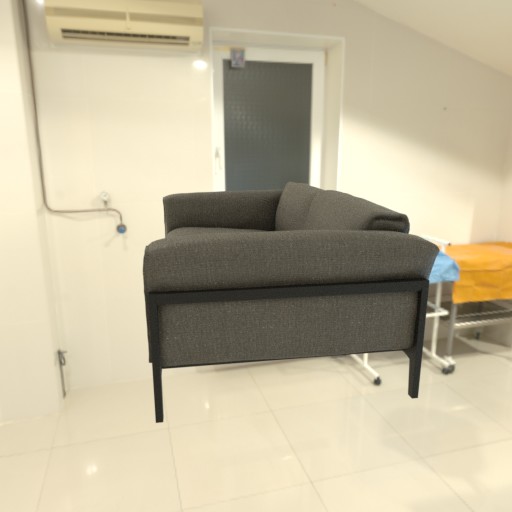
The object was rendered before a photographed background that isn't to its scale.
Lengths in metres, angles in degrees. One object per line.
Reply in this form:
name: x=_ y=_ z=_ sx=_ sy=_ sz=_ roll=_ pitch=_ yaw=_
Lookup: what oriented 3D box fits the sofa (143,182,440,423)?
sofa: x=0.000 y=0.000 z=2.216 sx=0.960 sy=0.656 sz=1.690 roll=-2 pitch=14 yaw=-9
